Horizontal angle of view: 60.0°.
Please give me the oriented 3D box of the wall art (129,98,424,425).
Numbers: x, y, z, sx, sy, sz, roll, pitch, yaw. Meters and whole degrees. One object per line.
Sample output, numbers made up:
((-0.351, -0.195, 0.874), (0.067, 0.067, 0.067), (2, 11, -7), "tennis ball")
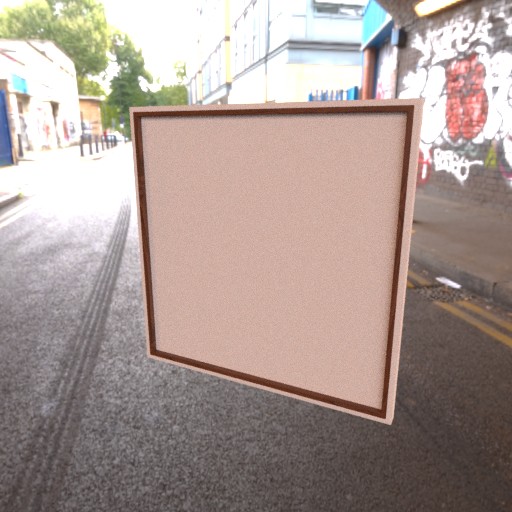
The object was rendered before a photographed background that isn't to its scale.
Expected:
((0.000, 0.000, 1.549), (1.009, 1.009, 0.049), (8, 17, 26), "wall art")
